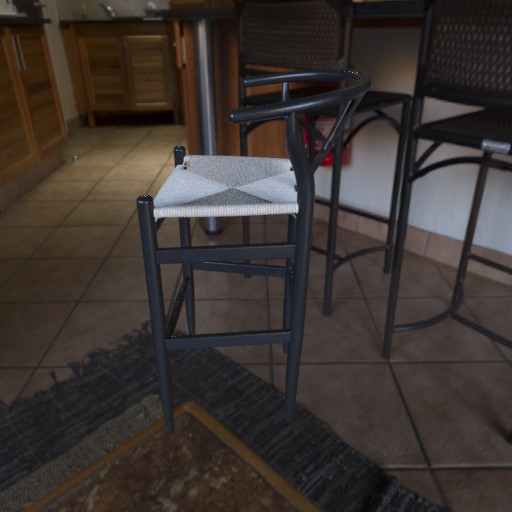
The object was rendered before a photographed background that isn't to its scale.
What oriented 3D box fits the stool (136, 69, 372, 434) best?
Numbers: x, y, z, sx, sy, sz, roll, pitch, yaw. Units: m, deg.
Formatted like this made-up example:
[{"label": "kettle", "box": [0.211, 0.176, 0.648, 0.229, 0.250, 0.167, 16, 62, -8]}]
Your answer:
[{"label": "stool", "box": [0.000, 0.000, 1.394, 0.579, 1.072, 0.569, 1, 29, 2]}]
